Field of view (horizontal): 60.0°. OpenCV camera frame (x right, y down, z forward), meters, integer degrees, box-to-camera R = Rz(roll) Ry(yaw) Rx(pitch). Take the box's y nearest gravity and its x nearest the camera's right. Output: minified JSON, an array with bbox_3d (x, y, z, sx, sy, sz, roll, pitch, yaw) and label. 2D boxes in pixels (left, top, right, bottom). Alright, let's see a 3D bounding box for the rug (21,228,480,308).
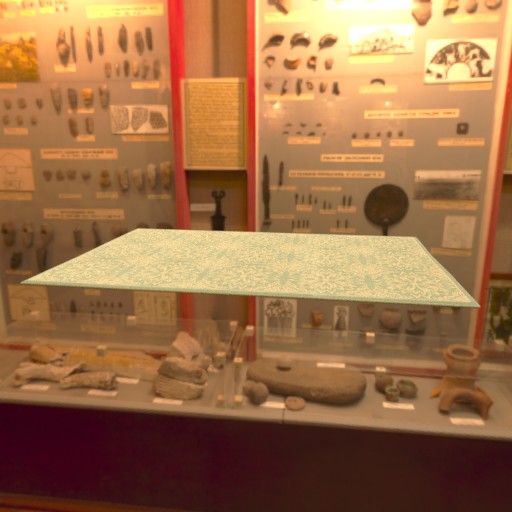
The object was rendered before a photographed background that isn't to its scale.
[{"bbox_3d":[0.000,0.000,3.471,2.746,0.018,1.819,2,15,8],"label":"rug"}]
